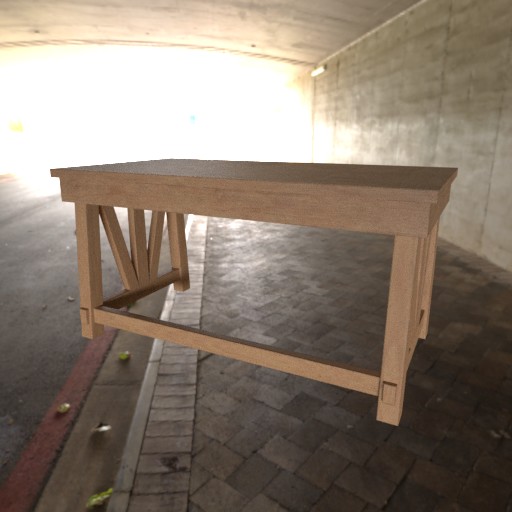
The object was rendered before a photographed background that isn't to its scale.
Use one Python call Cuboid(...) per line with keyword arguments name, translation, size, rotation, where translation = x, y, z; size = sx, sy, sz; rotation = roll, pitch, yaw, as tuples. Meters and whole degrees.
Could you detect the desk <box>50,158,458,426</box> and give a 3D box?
Cuboid(name="desk", translation=(0.000, 0.000, 1.953), size=(1.499, 0.762, 0.813), rotation=(8, 18, 26))
